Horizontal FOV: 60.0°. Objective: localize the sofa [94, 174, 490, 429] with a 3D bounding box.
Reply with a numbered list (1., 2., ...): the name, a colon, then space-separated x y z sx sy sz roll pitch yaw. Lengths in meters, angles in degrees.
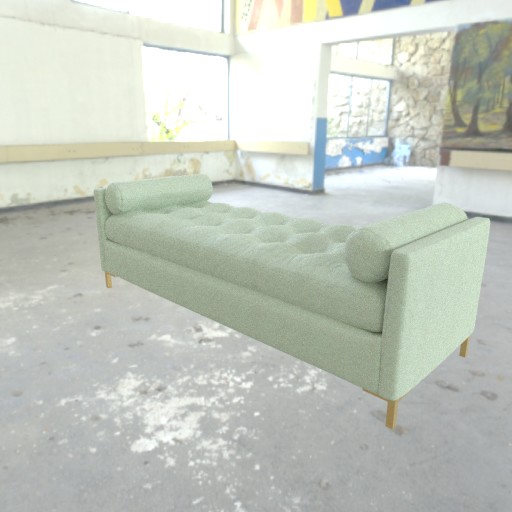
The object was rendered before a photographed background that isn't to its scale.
1. sofa: 0.000 0.000 2.410 2.102 0.705 0.796 15 23 42
